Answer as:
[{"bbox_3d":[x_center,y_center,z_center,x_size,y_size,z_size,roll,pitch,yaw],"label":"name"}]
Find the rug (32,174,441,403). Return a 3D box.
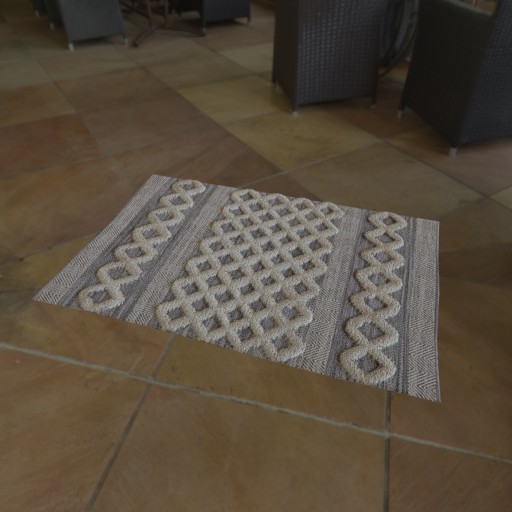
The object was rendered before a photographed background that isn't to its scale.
[{"bbox_3d":[0.000,0.000,2.302,1.823,0.030,1.222,11,41,13],"label":"rug"}]
